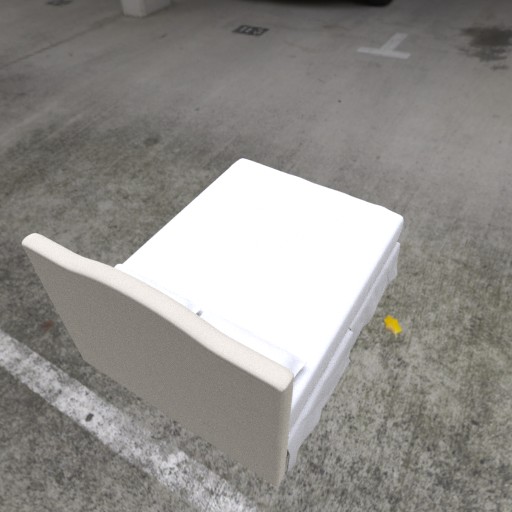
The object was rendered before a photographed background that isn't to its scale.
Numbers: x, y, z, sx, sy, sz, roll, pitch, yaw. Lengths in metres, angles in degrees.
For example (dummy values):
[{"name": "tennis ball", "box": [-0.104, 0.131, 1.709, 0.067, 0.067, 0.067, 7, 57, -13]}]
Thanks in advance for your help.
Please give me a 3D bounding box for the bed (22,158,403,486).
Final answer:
[{"name": "bed", "box": [0.000, 0.000, 3.223, 1.741, 1.449, 2.196, 24, 51, 21]}]
